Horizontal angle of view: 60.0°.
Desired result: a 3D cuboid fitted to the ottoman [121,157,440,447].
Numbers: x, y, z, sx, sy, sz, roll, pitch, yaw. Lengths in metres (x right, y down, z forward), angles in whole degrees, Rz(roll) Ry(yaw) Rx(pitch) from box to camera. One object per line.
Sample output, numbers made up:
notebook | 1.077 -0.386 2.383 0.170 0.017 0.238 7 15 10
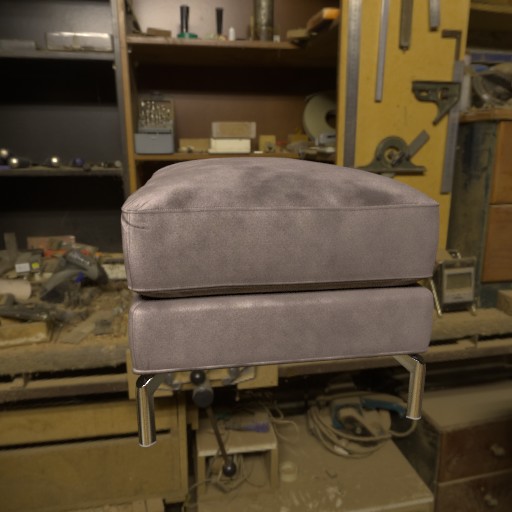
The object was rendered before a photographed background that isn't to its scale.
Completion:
ottoman | 0.000 0.000 1.053 0.520 0.456 0.719 -2 14 -9
